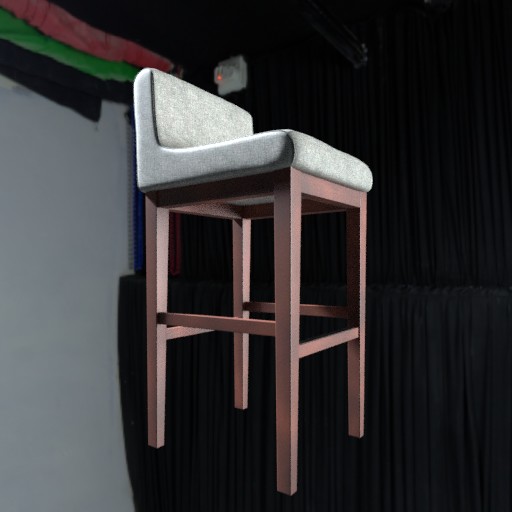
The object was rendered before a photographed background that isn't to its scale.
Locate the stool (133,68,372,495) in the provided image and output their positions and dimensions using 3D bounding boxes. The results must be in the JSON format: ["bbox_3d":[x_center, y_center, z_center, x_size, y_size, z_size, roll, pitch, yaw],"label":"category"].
[{"bbox_3d":[0.000,0.000,1.172,0.499,0.965,0.426,-1,-1,35],"label":"stool"}]
